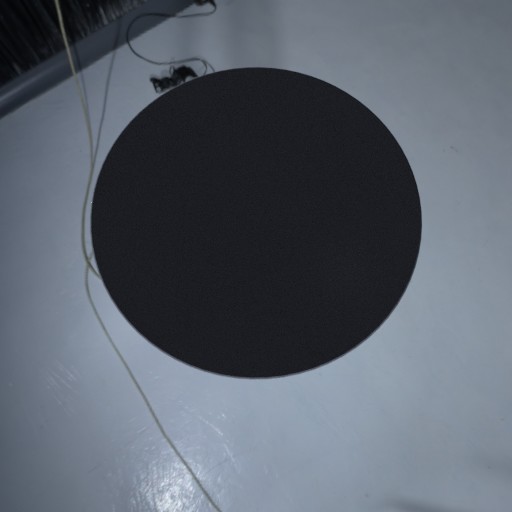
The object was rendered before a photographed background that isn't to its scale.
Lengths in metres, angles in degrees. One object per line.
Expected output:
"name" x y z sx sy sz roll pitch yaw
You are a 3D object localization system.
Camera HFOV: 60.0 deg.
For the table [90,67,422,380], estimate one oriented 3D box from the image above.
"table" 0.000 0.000 0.933 0.500 0.550 0.500 0 75 0
